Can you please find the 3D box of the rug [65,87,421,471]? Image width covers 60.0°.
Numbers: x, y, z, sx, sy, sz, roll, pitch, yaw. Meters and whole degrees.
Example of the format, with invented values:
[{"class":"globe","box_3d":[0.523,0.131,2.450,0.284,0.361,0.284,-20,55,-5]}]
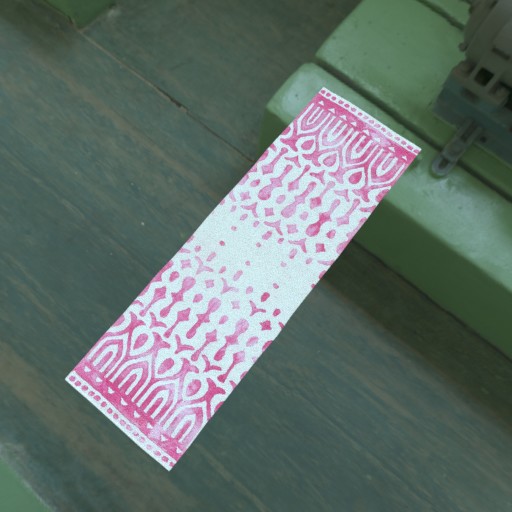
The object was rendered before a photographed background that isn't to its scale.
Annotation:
[{"class":"rug","box_3d":[0.000,0.000,2.672,0.787,0.011,2.458,38,78,10]}]
